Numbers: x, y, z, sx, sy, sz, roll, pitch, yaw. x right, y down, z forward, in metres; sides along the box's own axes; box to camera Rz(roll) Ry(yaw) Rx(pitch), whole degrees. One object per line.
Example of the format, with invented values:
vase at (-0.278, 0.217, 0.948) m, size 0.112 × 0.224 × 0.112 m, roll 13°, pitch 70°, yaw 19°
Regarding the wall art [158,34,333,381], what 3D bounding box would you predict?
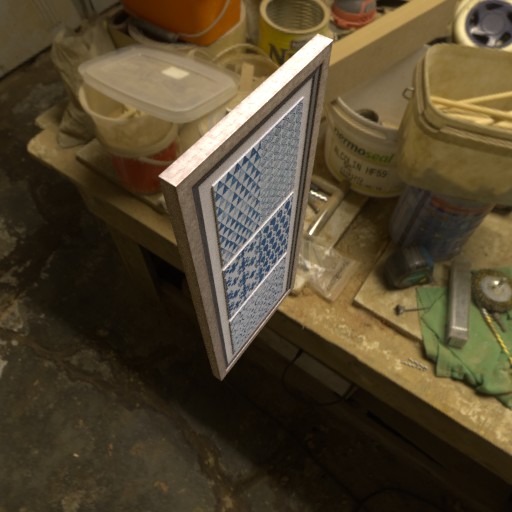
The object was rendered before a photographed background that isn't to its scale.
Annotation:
wall art at (0.000, 0.000, 1.707) m, size 0.051 × 1.461 × 0.648 m, roll 32°, pitch 64°, yaw 18°
